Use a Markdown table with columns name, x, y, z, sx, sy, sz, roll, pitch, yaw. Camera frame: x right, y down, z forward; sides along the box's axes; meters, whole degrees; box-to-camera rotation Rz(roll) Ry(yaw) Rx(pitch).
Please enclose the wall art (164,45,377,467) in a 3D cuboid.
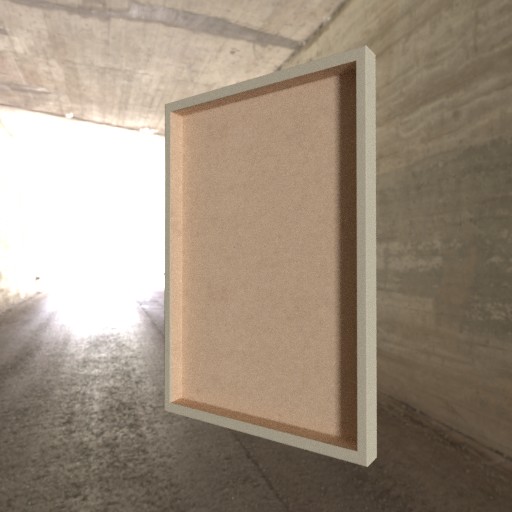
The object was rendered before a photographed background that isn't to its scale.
| name | x | y | z | sx | sy | sz | roll | pitch | yaw |
| --- | --- | --- | --- | --- | --- | --- | --- | --- | --- |
| wall art | 0.000 | 0.000 | 0.776 | 0.418 | 0.608 | 0.038 | -1 | -1 | 35 |
